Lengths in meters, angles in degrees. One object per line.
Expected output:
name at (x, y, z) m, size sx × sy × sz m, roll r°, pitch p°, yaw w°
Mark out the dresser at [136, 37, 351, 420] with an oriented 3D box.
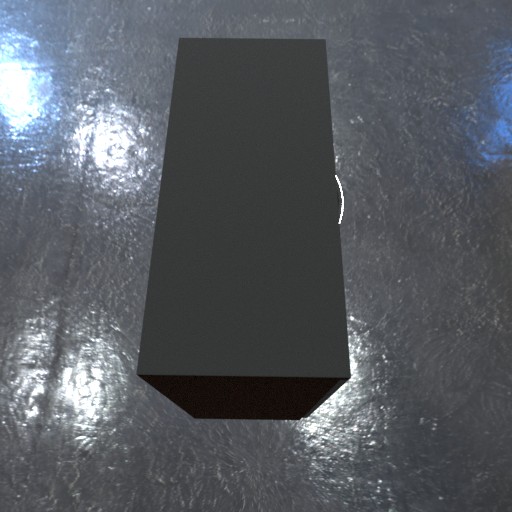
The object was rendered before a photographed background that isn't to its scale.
dresser at (0.000, 0.000, 1.169) m, size 0.360 × 0.720 × 0.750 m, roll 1°, pitch 65°, yaw 0°
